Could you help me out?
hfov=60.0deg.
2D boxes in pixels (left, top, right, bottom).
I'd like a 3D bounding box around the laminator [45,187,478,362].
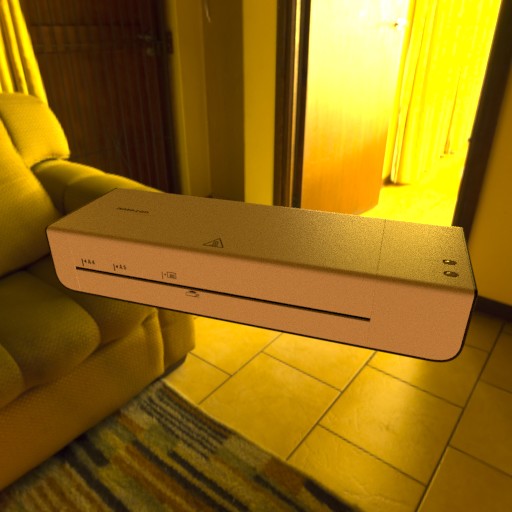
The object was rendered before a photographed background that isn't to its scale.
[{"bbox_3d":[0.000,0.000,0.396,0.340,0.062,0.123,9,29,16],"label":"laminator"}]
